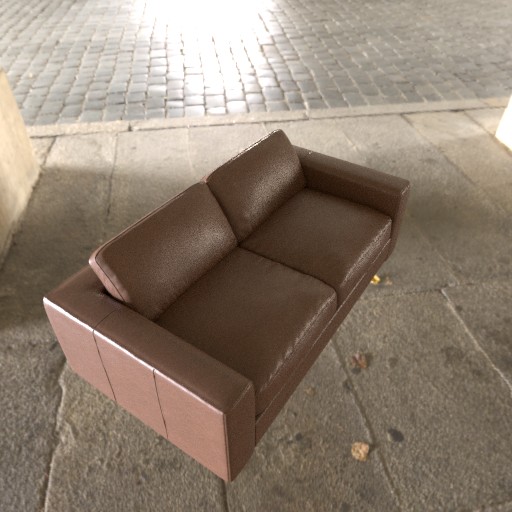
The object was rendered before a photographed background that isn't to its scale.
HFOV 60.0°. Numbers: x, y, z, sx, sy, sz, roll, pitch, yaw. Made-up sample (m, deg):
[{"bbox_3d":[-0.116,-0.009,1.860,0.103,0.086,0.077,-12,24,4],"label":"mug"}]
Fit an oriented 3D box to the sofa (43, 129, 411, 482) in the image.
[{"bbox_3d":[0.000,0.000,2.465,1.070,0.800,1.920,24,46,25],"label":"sofa"}]
